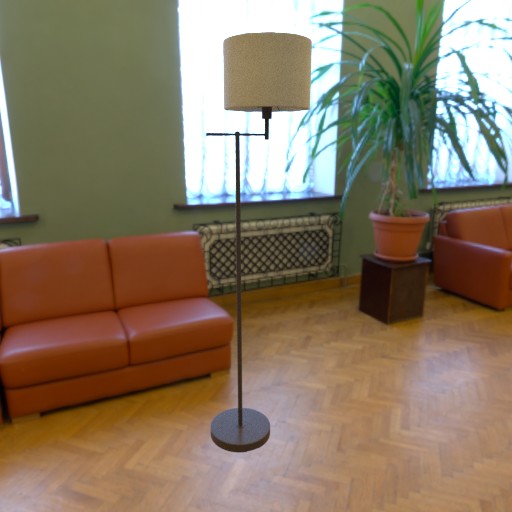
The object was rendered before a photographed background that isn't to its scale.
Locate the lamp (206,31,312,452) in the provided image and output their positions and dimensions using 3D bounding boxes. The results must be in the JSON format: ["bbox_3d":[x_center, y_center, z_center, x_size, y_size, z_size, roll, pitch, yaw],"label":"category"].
[{"bbox_3d":[0.000,0.000,1.796,0.416,1.600,0.324,-7,16,-26],"label":"lamp"}]
